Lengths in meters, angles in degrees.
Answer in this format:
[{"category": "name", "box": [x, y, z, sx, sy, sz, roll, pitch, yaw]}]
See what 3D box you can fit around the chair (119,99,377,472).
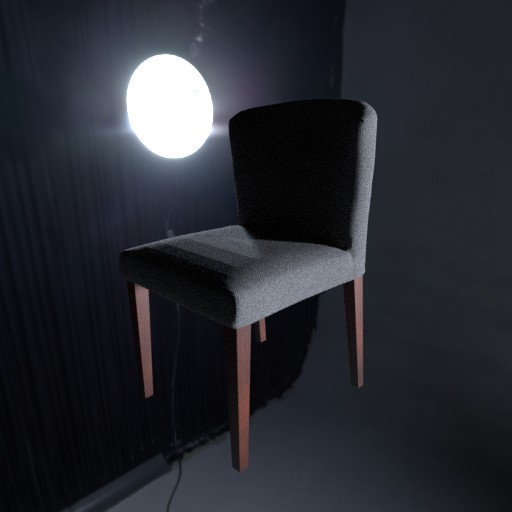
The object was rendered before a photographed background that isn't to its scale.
[{"category": "chair", "box": [0.000, 0.000, 1.227, 0.589, 0.839, 0.491, -16, 23, -42]}]
